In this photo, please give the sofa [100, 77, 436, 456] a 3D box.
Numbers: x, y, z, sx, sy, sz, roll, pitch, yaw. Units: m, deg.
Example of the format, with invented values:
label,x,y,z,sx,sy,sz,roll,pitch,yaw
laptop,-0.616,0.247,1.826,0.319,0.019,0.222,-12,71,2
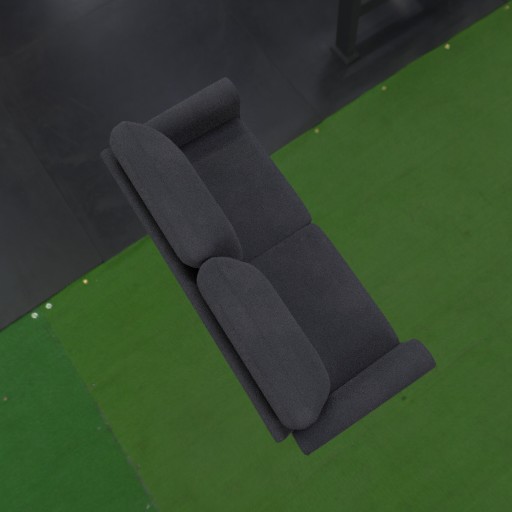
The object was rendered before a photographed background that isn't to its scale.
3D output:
label,x,y,z,sx,sy,sz,roll,pitch,yaw
sofa,0.000,0.000,2.413,0.842,0.942,1.935,-32,77,-8
